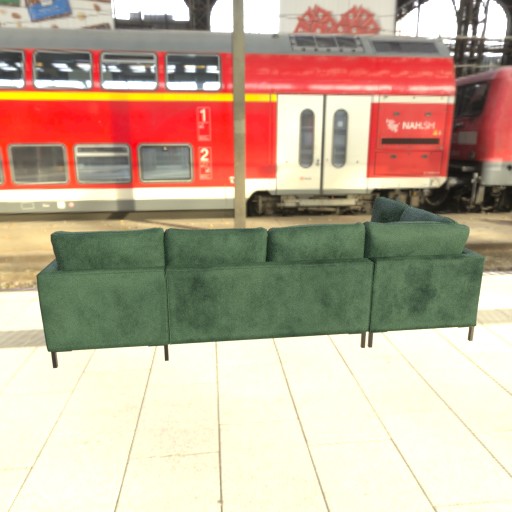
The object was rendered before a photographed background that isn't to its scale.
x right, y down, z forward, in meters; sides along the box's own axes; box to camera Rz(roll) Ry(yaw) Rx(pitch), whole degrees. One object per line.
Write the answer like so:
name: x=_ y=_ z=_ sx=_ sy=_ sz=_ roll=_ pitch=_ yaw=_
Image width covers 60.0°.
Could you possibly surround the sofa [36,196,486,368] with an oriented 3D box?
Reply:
sofa: x=0.000 y=0.000 z=3.815 sx=2.994 sy=0.861 sz=1.992 roll=-2 pitch=15 yaw=-8
